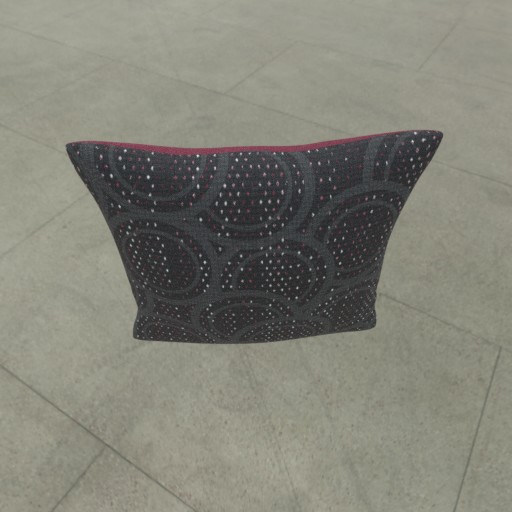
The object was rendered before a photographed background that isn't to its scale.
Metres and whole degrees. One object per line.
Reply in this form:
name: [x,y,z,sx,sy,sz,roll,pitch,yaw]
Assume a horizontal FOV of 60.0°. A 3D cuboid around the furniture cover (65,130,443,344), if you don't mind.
furniture cover: [0.000,0.000,0.825,0.552,0.509,0.193,-2,47,-2]
